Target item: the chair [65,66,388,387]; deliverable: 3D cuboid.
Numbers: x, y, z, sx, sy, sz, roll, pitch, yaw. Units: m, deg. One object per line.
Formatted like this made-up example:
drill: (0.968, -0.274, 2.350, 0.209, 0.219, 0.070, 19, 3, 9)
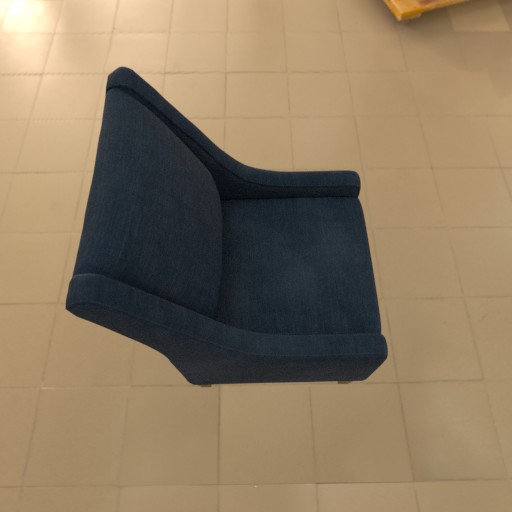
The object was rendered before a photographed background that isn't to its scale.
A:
chair: (0.000, 0.000, 1.568, 0.870, 1.014, 0.774, -1, 63, -1)
